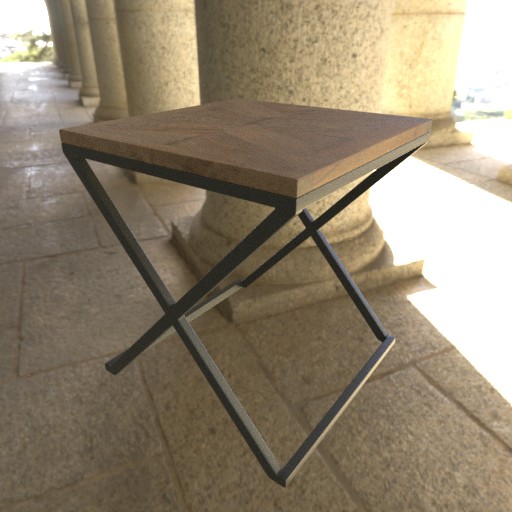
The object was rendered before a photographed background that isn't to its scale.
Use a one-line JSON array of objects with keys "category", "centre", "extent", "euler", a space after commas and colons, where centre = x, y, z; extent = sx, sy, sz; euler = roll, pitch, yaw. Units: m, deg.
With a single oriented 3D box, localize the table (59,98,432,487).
[{"category": "table", "centre": [0.000, 0.000, 0.946], "extent": [0.498, 0.550, 0.499], "euler": [19, 32, 32]}]
